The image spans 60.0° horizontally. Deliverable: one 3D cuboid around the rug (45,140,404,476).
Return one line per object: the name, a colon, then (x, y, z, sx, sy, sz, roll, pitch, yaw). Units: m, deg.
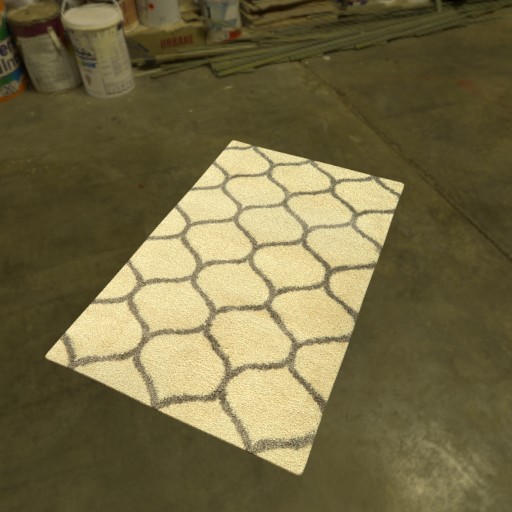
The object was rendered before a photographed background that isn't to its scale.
rug: (0.000, 0.000, 2.954, 1.501, 0.024, 2.348, 18, 50, 16)
